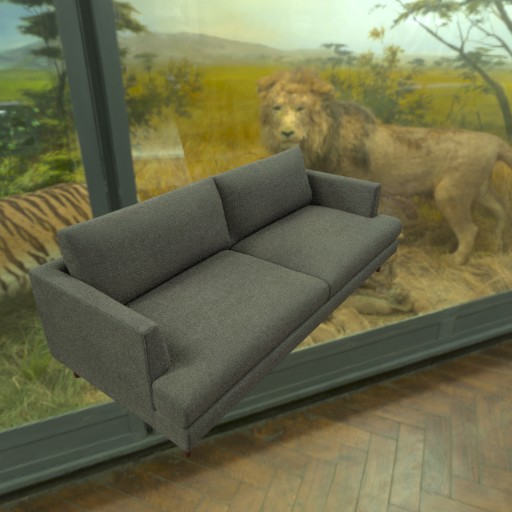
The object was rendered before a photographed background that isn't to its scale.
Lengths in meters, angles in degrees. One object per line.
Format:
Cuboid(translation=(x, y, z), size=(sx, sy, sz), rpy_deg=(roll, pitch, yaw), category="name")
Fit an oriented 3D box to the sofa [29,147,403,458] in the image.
Cuboid(translation=(0.000, 0.000, 2.695), size=(1.020, 0.868, 2.250), rpy_deg=(19, 33, 32), category="sofa")
